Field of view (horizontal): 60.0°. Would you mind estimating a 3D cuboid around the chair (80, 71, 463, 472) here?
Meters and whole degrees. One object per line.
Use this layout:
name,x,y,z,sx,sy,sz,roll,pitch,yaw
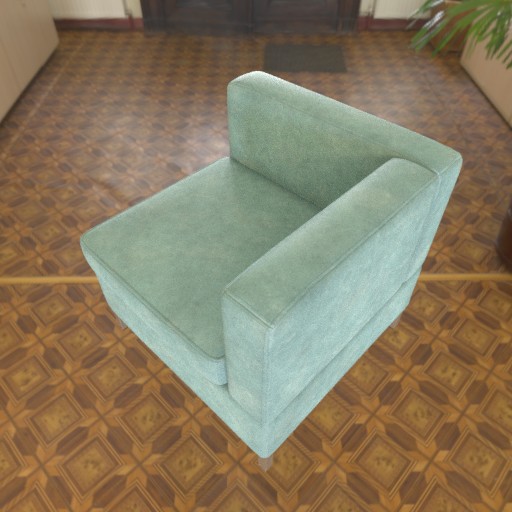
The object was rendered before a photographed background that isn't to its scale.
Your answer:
chair,0.000,0.000,1.202,0.691,0.660,0.684,35,55,29
